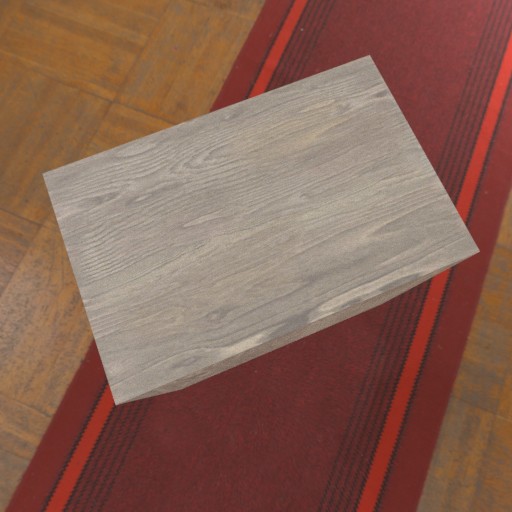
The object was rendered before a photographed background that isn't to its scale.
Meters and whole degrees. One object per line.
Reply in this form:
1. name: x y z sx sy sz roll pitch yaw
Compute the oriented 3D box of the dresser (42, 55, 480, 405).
1. dresser: 0.000 0.000 1.331 0.809 0.762 0.529 -22 76 -6
